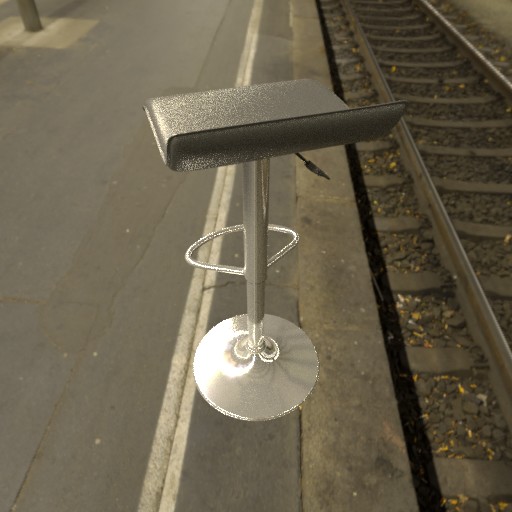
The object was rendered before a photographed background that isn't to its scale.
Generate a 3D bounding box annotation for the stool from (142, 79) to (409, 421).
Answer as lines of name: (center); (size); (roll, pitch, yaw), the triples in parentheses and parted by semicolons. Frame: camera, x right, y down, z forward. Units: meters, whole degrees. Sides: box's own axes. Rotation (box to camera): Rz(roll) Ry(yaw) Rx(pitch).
stool: (0.000, 0.000, 1.049); (0.381, 0.851, 0.381); (-12, 43, -14)
